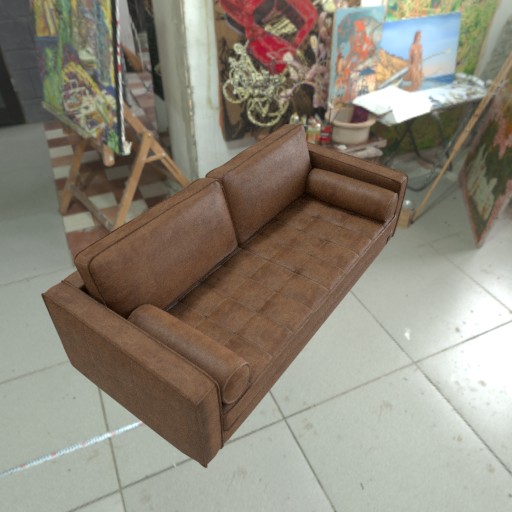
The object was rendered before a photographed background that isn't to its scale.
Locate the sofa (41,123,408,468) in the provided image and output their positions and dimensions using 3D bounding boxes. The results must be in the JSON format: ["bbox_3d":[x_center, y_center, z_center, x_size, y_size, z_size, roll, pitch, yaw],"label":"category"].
[{"bbox_3d":[0.000,0.000,2.390,0.924,0.825,1.920,25,46,27],"label":"sofa"}]
